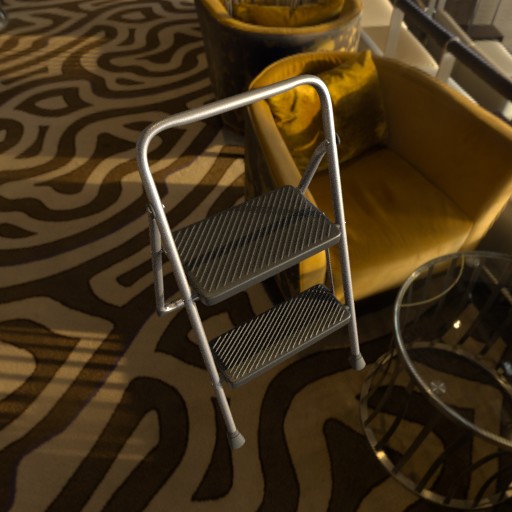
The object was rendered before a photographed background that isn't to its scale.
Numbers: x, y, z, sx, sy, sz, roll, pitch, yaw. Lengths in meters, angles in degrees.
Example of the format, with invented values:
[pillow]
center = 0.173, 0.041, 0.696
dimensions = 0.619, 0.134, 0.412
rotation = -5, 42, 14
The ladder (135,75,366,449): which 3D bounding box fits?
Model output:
[ladder]
center = 0.000, 0.000, 1.011
dimensions = 0.430, 0.720, 0.472
rotation = -25, 53, -21
